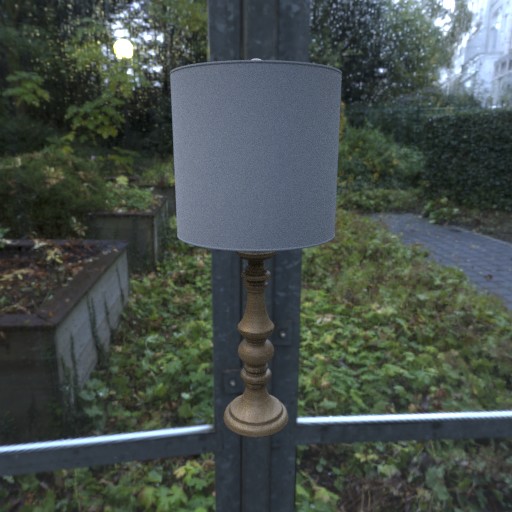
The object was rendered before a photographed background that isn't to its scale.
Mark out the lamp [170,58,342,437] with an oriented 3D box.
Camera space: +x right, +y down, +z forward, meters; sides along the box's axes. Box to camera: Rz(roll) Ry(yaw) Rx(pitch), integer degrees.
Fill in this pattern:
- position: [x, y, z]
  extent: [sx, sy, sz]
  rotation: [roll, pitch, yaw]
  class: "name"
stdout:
- position: [0.000, 0.000, 0.724]
  extent: [0.250, 0.597, 0.250]
  rotation: [2, 15, 8]
  class: "lamp"
